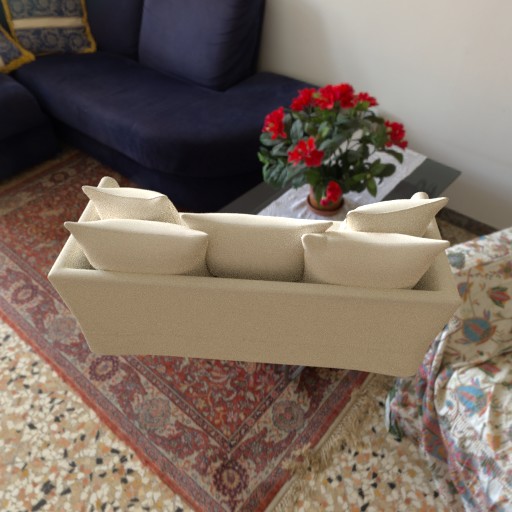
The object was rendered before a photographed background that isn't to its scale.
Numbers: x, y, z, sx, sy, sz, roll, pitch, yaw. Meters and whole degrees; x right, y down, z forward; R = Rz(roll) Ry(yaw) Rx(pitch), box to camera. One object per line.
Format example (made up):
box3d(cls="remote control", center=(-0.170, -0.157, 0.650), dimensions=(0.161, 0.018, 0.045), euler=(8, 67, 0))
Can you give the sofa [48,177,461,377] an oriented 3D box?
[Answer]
box3d(cls="sofa", center=(0.000, 0.000, 2.914), dimensions=(2.290, 1.034, 1.031), euler=(3, 45, 3))
